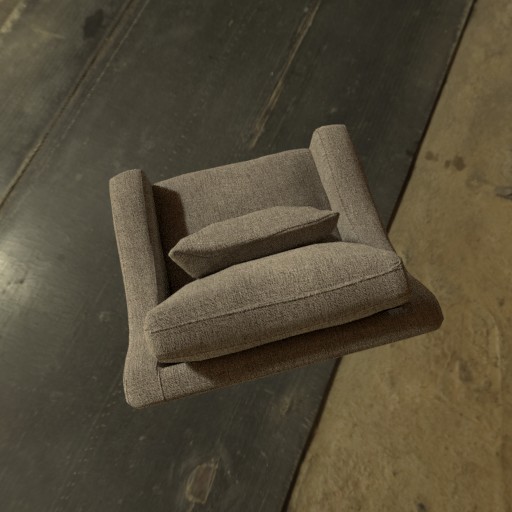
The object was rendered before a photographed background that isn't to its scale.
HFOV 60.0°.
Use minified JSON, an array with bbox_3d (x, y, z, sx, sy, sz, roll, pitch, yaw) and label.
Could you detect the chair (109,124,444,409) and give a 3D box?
[{"bbox_3d":[0.000,0.000,1.951,1.138,1.037,1.009,-14,75,-4],"label":"chair"}]
